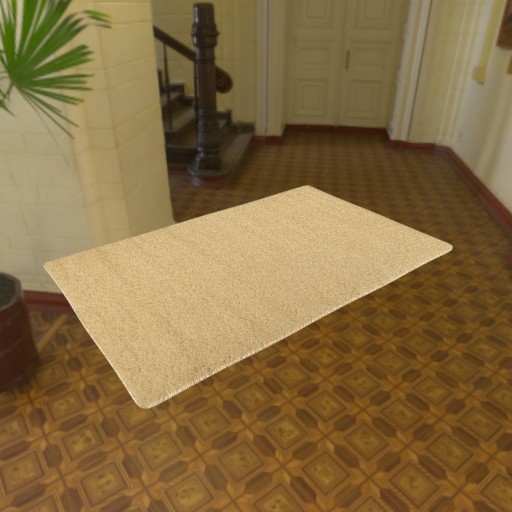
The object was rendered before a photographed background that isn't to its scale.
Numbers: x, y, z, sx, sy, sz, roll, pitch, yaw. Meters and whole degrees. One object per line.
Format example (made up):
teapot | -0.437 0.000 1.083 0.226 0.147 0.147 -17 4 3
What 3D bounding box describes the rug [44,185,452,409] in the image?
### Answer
rug | 0.000 0.000 2.986 2.349 0.026 1.500 -21 36 -32
